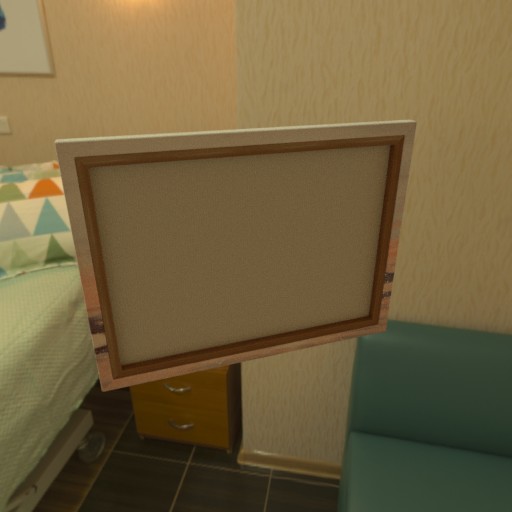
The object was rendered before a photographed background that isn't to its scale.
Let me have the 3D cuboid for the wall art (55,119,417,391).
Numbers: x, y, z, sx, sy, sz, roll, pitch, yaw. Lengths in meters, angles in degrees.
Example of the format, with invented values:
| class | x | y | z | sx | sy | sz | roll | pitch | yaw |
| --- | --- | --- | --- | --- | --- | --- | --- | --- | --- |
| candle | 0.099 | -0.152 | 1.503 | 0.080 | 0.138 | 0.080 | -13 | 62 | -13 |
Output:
| class | x | y | z | sx | sy | sz | roll | pitch | yaw |
| --- | --- | --- | --- | --- | --- | --- | --- | --- | --- |
| wall art | 0.000 | 0.000 | 1.368 | 1.015 | 0.763 | 0.038 | -8 | 26 | -17 |
